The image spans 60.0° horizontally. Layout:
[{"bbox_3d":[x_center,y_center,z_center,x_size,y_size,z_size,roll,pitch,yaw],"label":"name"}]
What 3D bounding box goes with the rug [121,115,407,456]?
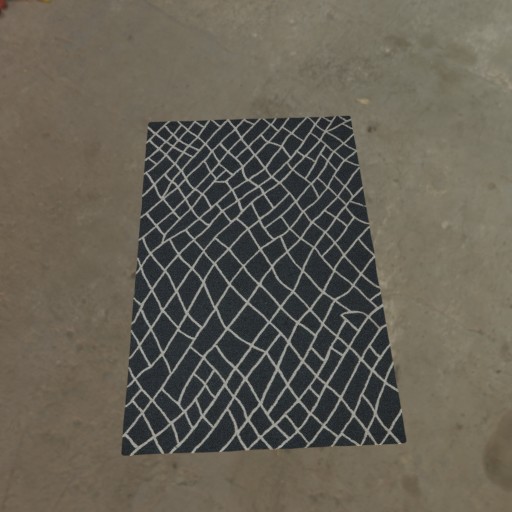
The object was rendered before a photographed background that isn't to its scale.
[{"bbox_3d":[0.000,0.000,2.278,1.223,0.013,1.830,-2,65,-1],"label":"rug"}]
